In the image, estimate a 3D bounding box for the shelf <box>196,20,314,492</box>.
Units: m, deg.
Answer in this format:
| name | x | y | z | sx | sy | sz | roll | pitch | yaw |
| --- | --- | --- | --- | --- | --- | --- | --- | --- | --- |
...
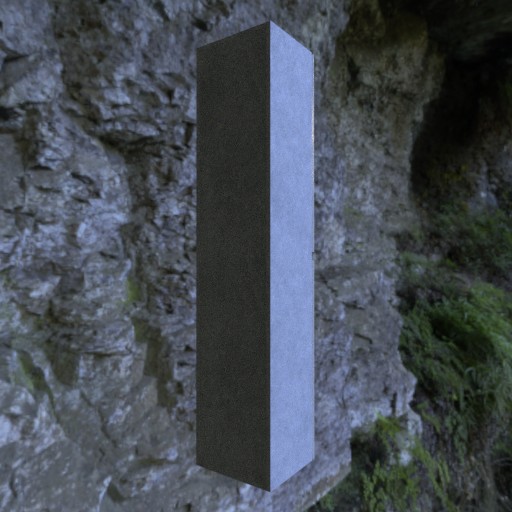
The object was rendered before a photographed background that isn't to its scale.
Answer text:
| name | x | y | z | sx | sy | sz | roll | pitch | yaw |
| --- | --- | --- | --- | --- | --- | --- | --- | --- | --- |
| shelf | 0.000 | 0.000 | 1.512 | 0.300 | 1.400 | 0.270 | 0 | 0 | 36 |
